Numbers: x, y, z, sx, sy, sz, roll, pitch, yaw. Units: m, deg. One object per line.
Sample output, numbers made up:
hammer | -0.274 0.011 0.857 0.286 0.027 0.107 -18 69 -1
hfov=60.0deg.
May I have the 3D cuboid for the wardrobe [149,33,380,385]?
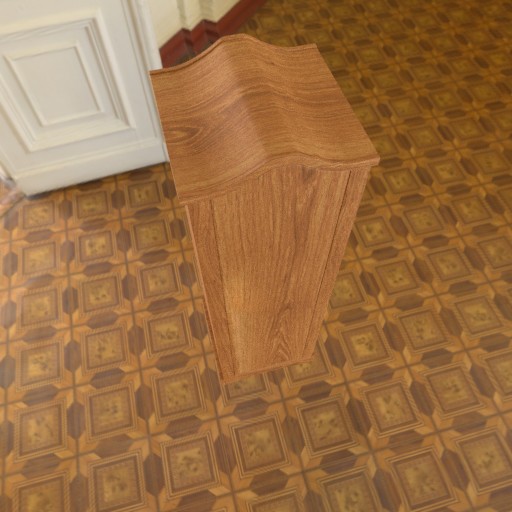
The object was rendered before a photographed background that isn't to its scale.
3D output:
wardrobe | 0.000 0.000 2.106 0.590 1.870 0.570 -13 59 -8
